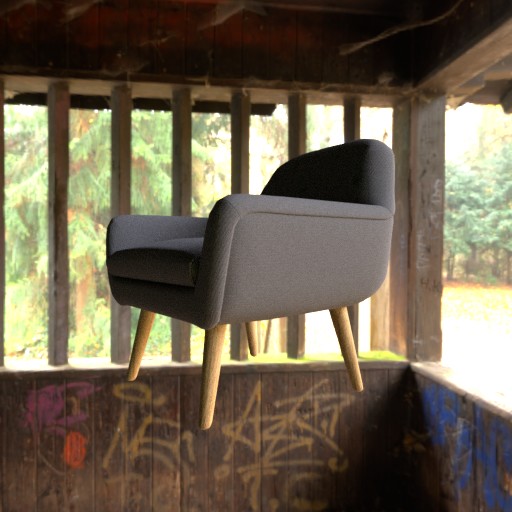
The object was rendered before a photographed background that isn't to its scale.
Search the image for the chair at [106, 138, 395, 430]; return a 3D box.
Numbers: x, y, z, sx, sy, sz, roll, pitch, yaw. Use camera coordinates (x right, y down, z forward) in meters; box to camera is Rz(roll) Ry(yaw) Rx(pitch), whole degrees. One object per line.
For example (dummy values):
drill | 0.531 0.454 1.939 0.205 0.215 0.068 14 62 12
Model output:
chair | 0.000 0.000 1.418 0.779 0.800 0.770 -1 1 -36
